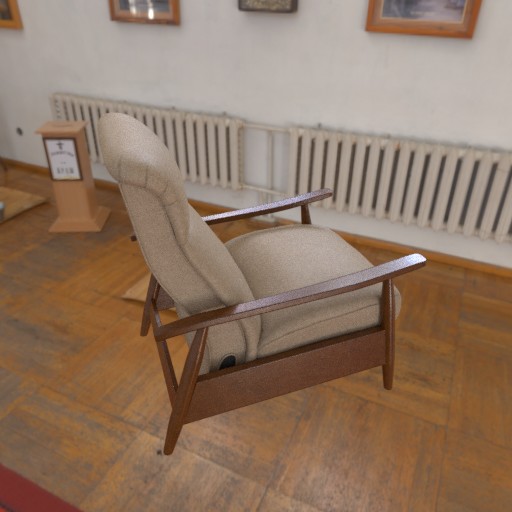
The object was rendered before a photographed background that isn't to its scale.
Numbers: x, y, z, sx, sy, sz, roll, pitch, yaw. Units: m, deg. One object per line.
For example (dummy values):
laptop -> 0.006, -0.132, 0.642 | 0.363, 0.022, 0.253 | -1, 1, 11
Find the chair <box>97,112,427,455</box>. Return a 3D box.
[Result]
chair -> 0.000, 0.000, 1.769 | 1.030, 1.082, 0.762 | -10, 31, -17
